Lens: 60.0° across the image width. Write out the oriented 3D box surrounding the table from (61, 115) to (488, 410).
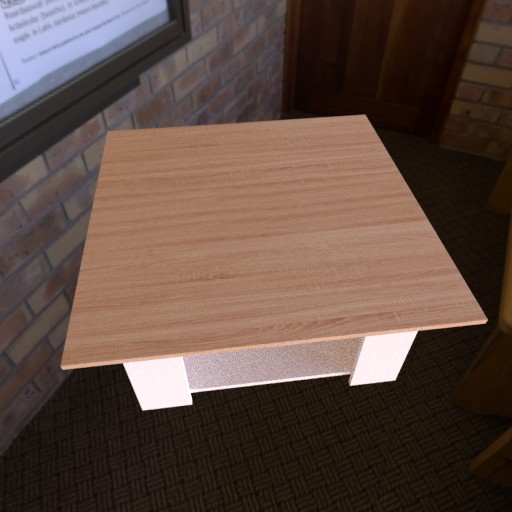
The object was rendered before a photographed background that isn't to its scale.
[{"bbox_3d":[0.000,0.000,1.026,0.670,0.305,0.670,-5,46,-5],"label":"table"}]
